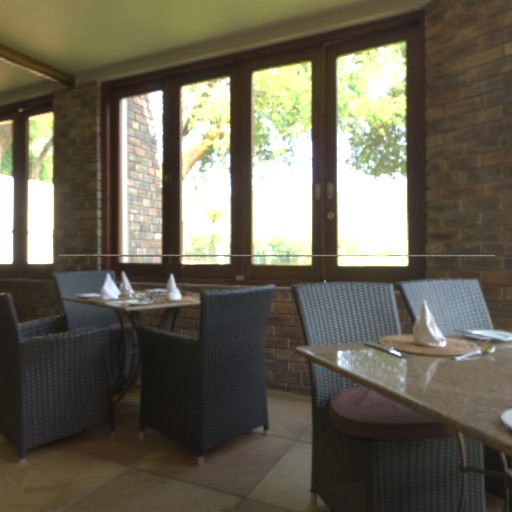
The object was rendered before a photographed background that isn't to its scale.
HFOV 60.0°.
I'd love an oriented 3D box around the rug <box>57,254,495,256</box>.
[{"bbox_3d":[0.000,0.000,4.072,3.036,0.008,2.440,0,0,-16],"label":"rug"}]
